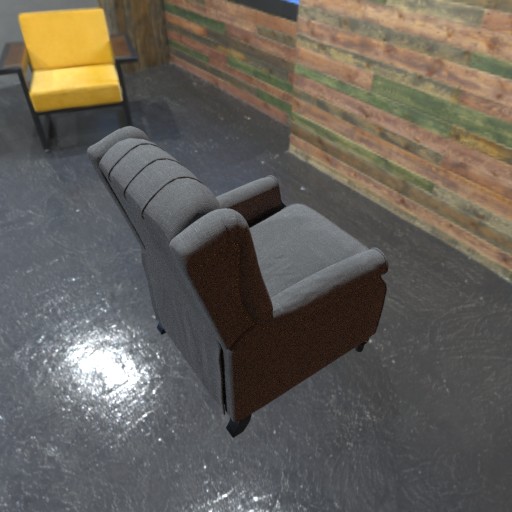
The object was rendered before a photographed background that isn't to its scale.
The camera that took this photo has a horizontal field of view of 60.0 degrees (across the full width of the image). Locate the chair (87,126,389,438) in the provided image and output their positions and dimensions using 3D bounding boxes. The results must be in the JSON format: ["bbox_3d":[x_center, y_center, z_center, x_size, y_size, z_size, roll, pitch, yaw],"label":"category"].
[{"bbox_3d":[0.000,0.000,1.707,0.898,1.035,0.742,-25,46,-26],"label":"chair"}]
